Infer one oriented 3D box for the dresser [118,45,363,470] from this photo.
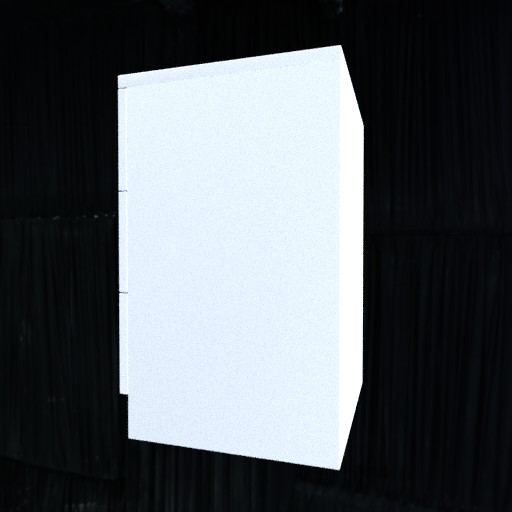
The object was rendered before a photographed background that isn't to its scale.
[{"bbox_3d":[0.000,0.000,0.829,0.360,0.560,0.400,0,1,18],"label":"dresser"}]
